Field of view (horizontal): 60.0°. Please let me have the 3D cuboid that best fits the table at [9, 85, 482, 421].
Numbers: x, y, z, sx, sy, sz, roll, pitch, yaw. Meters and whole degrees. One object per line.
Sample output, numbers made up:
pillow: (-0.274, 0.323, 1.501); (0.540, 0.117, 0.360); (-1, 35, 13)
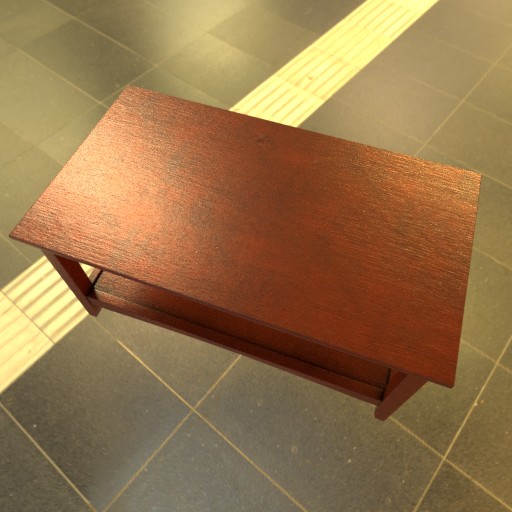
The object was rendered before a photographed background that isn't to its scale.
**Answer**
table: (0.000, 0.000, 1.193); (0.943, 0.456, 0.533); (17, 60, 10)
